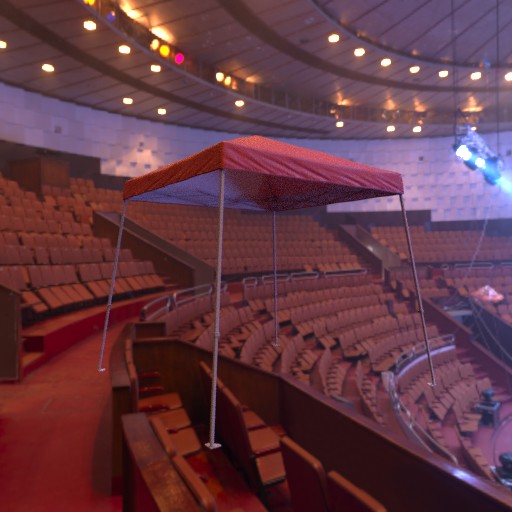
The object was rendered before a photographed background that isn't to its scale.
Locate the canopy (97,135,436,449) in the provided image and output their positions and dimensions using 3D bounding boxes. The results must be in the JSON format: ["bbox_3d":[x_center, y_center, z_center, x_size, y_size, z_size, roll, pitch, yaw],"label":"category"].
[{"bbox_3d":[0.000,0.000,6.606,3.600,3.600,3.599,0,-1,-36],"label":"canopy"}]
